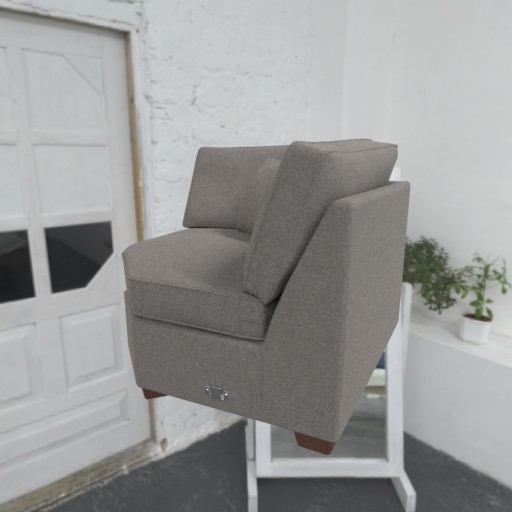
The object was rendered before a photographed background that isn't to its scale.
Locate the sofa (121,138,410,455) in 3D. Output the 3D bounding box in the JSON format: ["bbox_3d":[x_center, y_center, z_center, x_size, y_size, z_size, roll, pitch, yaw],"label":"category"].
[{"bbox_3d":[0.000,0.000,1.855,1.050,0.951,1.042,7,16,26],"label":"sofa"}]
